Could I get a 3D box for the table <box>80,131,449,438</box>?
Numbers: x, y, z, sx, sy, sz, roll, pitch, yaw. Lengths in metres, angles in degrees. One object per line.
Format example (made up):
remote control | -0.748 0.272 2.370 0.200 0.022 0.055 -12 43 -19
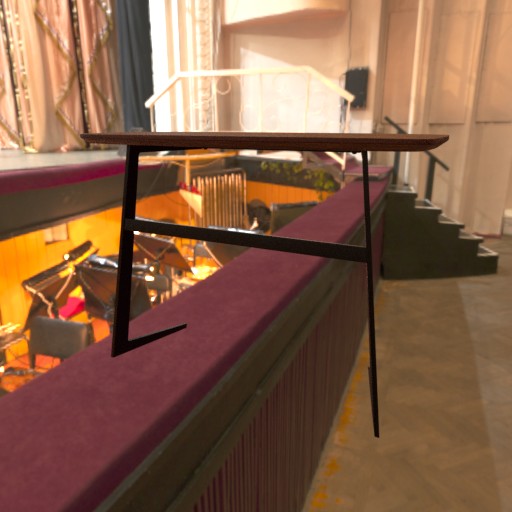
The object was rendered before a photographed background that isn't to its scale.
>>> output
table | 0.000 0.000 1.085 0.804 0.576 0.361 8 19 26
